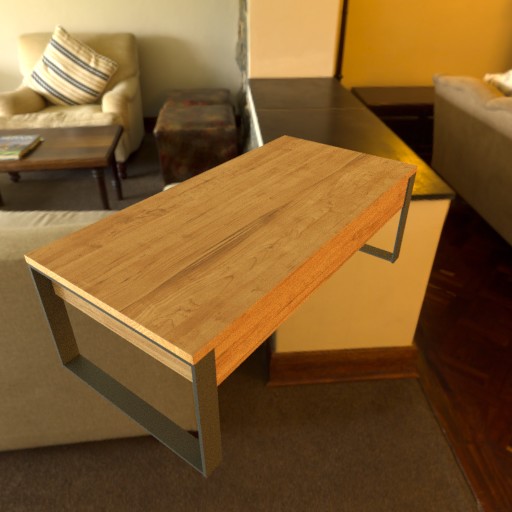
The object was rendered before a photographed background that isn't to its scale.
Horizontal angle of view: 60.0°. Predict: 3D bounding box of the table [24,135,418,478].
[{"bbox_3d":[0.000,0.000,1.474,0.590,0.400,1.180,22,39,30],"label":"table"}]
